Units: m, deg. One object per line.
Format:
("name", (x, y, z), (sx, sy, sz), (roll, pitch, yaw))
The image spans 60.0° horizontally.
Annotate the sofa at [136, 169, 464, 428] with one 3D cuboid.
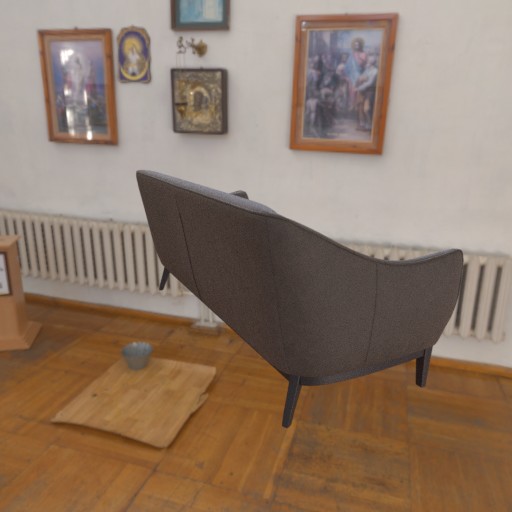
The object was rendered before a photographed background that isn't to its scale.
("sofa", (0.000, 0.000, 2.381), (0.869, 0.831, 1.928), (-8, 18, -27))
